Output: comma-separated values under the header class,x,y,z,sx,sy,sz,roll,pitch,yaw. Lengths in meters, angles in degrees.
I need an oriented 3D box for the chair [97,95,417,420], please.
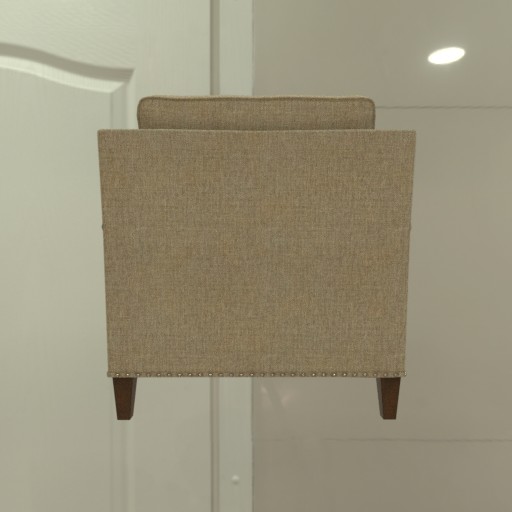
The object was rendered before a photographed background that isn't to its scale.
class,x,y,z,sx,sy,sz,roll,pitch,yaw
chair,0.000,0.000,1.662,0.853,0.943,1.014,0,0,0
